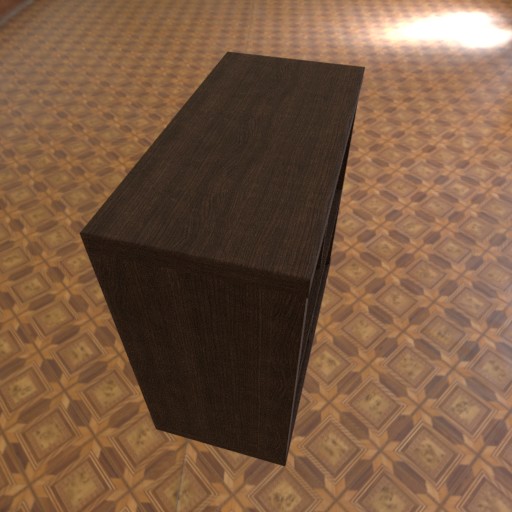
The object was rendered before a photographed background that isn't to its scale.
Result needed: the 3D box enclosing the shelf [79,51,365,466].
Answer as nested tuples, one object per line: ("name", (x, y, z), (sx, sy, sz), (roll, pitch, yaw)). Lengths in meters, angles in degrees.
("shelf", (0.000, 0.000, 1.248), (0.390, 0.786, 0.790), (11, 47, 11))
